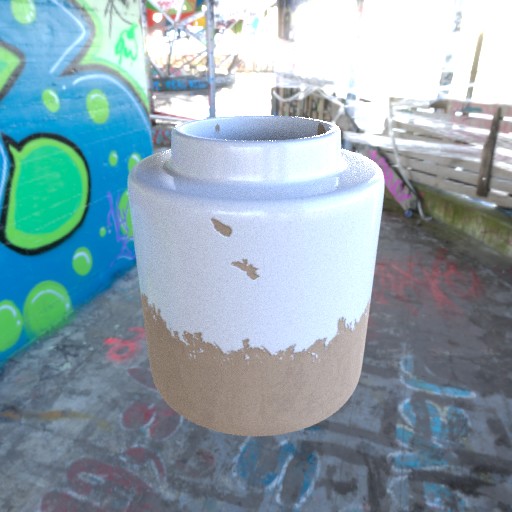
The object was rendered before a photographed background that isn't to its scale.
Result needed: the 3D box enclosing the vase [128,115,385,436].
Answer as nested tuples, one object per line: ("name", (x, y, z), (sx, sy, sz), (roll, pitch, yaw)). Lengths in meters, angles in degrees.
("vase", (0.000, 0.000, 0.294), (0.153, 0.167, 0.153), (0, 25, 0))
